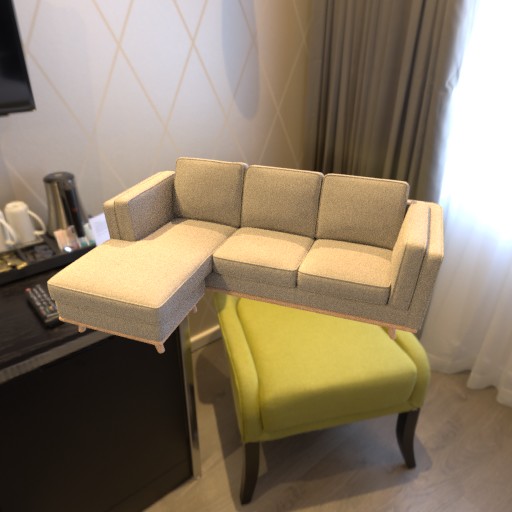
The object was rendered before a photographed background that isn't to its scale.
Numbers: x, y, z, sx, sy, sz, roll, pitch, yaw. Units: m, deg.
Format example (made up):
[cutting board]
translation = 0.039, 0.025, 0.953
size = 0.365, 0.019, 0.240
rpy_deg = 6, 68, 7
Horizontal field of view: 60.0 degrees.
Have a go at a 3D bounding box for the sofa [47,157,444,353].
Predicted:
[sofa]
translation = 0.000, 0.000, 3.155
size = 2.411, 0.929, 1.604
rpy_deg = 10, 30, 17
